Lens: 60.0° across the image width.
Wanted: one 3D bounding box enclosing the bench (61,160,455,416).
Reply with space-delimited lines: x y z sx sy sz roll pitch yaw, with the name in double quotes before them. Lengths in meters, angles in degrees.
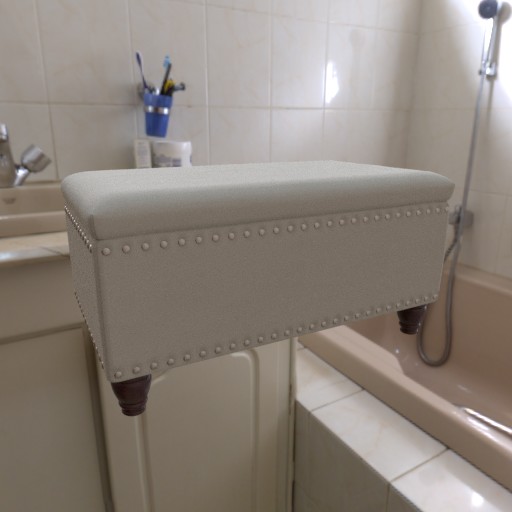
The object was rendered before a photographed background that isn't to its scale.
"bench" 0.000 0.000 1.187 0.887 0.449 0.500 -9 19 -27
